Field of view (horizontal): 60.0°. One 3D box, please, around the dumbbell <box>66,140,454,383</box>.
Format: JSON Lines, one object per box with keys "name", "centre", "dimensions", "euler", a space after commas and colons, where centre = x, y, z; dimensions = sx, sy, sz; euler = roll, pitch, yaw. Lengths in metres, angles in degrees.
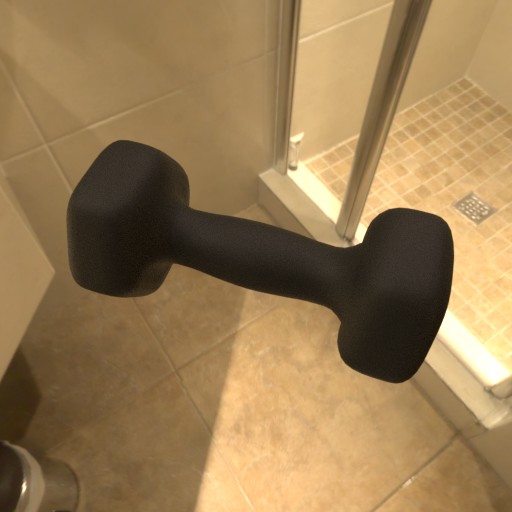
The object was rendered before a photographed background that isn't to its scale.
{"name": "dumbbell", "centre": [0.000, 0.000, 0.289], "dimensions": [0.231, 0.101, 0.112], "euler": [16, 59, 10]}
